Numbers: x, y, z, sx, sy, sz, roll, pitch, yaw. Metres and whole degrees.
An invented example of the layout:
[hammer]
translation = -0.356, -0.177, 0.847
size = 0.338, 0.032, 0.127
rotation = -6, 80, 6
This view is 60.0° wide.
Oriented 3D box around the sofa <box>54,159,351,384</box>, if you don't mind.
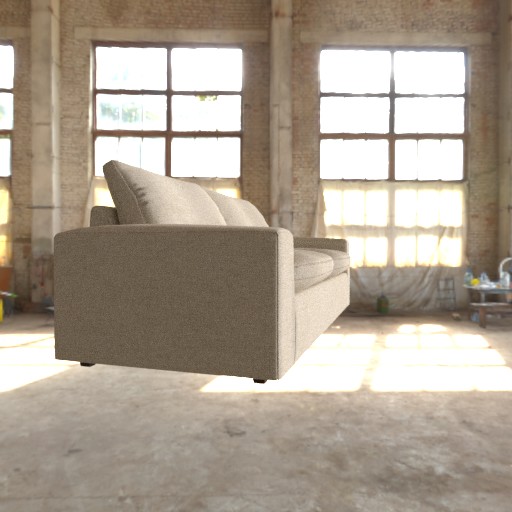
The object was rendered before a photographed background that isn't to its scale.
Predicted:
[sofa]
translation = 0.000, 0.000, 2.779
size = 1.040, 0.922, 2.299
rotation = 0, 1, 18
